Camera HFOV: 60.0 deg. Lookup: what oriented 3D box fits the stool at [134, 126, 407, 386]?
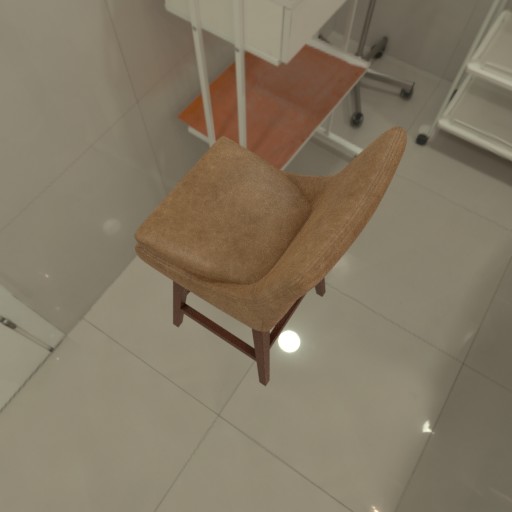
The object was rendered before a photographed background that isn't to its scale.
[{"bbox_3d":[0.000,0.000,1.434,0.572,1.079,0.487,31,68,14],"label":"stool"}]
